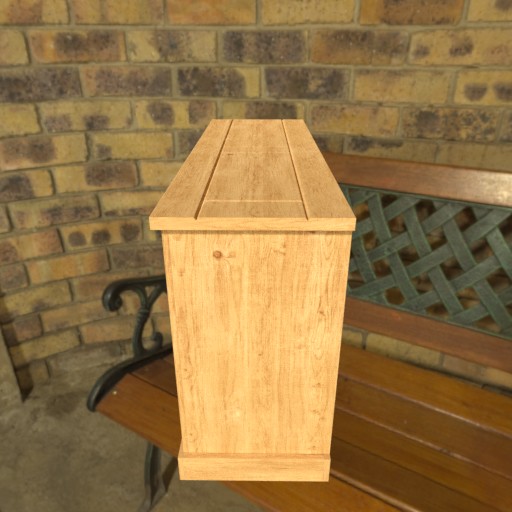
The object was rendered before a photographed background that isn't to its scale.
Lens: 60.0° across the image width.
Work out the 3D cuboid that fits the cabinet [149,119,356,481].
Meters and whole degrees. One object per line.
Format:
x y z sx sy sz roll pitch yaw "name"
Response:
0.000 0.000 1.693 0.432 0.810 1.321 0 26 1 "cabinet"
